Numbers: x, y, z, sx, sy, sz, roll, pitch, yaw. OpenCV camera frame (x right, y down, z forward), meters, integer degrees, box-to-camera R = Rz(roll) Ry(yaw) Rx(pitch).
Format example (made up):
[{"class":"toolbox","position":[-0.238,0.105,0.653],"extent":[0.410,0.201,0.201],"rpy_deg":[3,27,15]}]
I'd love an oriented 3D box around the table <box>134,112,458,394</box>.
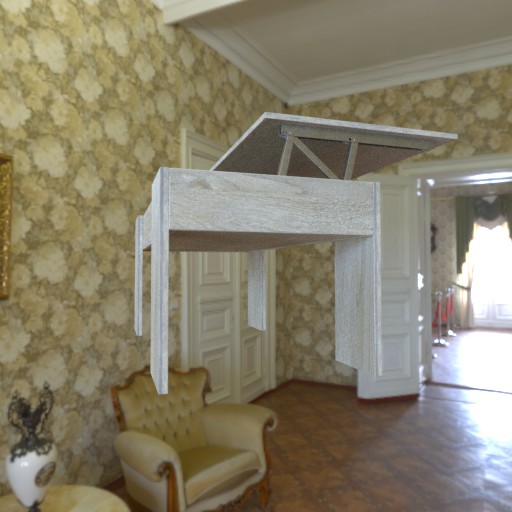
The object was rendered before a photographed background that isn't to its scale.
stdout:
[{"class":"table","position":[0.000,0.000,1.436],"extent":[0.711,0.570,1.000],"rpy_deg":[1,-2,-18]}]
